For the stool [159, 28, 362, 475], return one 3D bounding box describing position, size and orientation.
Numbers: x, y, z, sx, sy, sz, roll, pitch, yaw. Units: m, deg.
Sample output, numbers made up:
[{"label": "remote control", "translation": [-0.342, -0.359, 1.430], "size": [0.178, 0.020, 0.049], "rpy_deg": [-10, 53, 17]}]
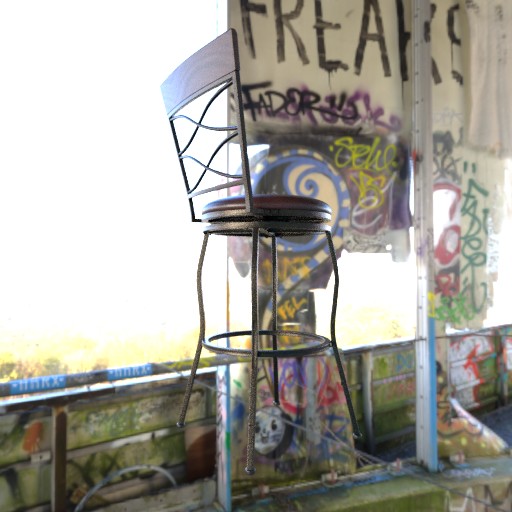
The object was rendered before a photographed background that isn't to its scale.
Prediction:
[{"label": "stool", "translation": [0.000, 0.000, 1.414], "size": [0.513, 1.130, 0.448], "rpy_deg": [1, -1, -35]}]
